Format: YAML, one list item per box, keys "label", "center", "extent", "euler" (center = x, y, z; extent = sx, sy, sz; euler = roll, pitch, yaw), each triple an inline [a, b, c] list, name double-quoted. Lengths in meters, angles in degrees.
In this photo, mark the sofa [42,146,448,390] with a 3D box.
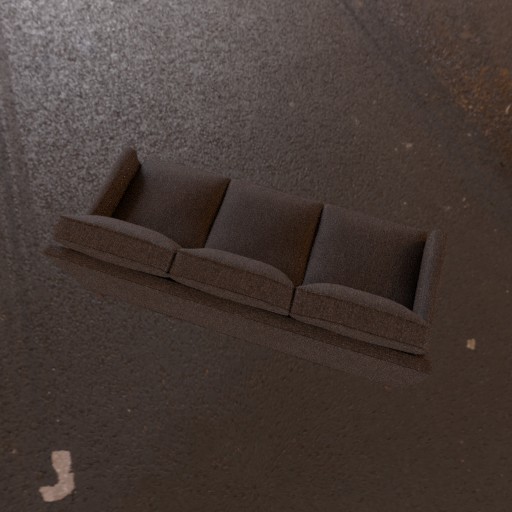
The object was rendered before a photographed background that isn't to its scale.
- label: "sofa"
  center: [0.000, 0.000, 2.839]
  extent: [2.246, 1.003, 1.084]
  euler: [16, 63, 8]
